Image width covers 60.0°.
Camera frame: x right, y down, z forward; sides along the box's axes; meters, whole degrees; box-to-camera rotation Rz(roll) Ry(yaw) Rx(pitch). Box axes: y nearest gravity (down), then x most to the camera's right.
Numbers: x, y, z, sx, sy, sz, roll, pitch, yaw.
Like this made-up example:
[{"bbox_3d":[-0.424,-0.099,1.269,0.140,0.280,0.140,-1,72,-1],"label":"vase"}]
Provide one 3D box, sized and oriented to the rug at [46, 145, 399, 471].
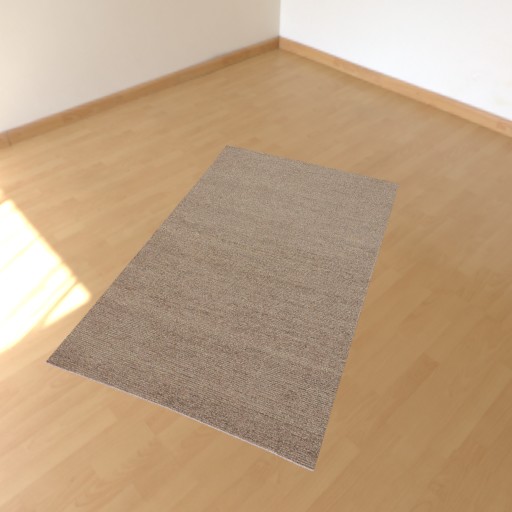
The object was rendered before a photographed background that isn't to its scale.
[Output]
[{"bbox_3d":[0.000,0.000,2.256,1.154,0.021,1.792,16,48,15],"label":"rug"}]
